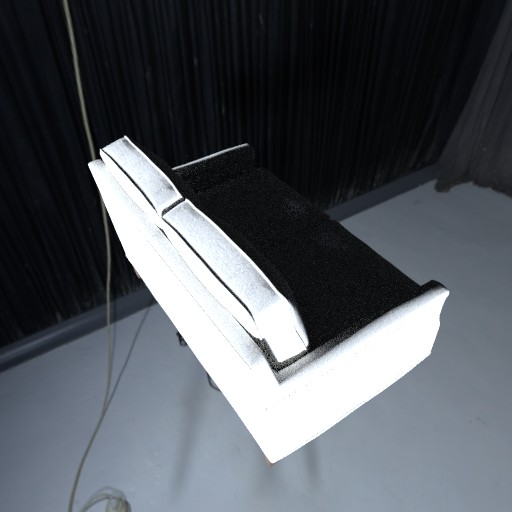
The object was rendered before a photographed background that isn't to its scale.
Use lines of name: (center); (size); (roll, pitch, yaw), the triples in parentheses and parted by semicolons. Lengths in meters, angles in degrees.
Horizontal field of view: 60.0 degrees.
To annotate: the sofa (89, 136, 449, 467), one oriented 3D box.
sofa: (0.000, 0.000, 2.264); (1.084, 1.003, 1.597); (-25, 48, -25)
